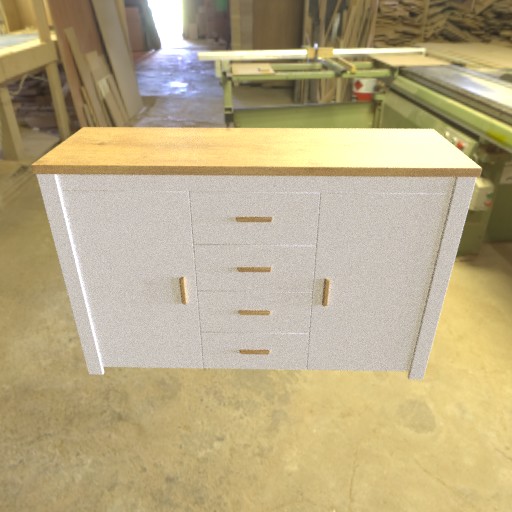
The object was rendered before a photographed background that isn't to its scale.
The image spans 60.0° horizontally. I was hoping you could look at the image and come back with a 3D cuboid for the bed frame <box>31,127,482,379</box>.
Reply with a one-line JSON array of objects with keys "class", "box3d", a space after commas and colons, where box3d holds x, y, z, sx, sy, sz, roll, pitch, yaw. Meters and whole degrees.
[{"class": "bed frame", "box3d": [0.000, 0.000, 1.675, 1.300, 0.850, 0.430, 1, 31, 1]}]
